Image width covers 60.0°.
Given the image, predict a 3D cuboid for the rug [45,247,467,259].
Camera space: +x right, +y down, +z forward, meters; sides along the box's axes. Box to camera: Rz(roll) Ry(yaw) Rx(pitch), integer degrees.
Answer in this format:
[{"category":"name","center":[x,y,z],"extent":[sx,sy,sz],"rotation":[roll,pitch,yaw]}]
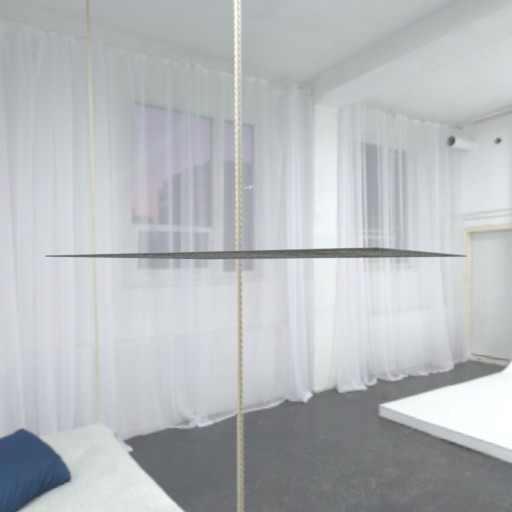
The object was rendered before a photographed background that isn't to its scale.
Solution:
[{"category":"rug","center":[0.000,0.000,4.277],"extent":[3.307,0.013,2.393],"rotation":[-1,-1,36]}]
